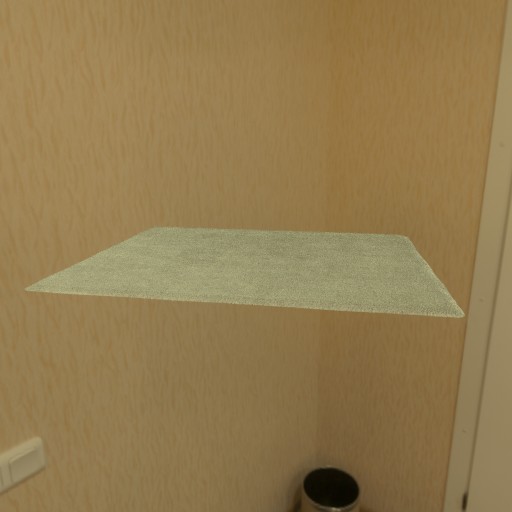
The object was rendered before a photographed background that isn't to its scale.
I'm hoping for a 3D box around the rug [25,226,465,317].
[{"bbox_3d":[0.000,0.000,3.936,2.933,0.027,2.332,2,15,9],"label":"rug"}]
